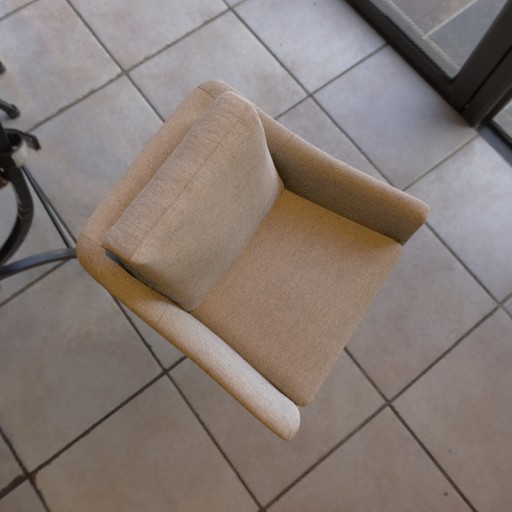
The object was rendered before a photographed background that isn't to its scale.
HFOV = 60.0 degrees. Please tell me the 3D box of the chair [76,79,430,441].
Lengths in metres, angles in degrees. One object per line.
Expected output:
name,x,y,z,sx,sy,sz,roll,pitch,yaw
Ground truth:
chair,0.000,0.000,1.732,0.961,0.902,0.986,33,78,8
